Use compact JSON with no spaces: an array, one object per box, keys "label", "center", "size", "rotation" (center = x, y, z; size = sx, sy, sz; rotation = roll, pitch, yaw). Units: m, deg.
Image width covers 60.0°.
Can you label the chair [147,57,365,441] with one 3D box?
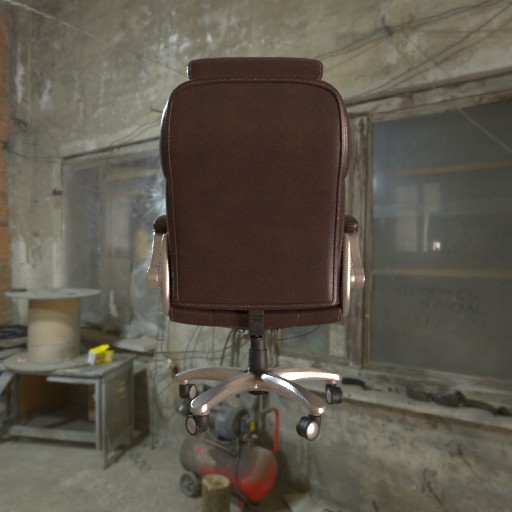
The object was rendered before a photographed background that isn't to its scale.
[{"label":"chair","center":[0.000,0.000,1.622],"size":[0.733,1.160,0.774],"rotation":[0,0,0]}]
